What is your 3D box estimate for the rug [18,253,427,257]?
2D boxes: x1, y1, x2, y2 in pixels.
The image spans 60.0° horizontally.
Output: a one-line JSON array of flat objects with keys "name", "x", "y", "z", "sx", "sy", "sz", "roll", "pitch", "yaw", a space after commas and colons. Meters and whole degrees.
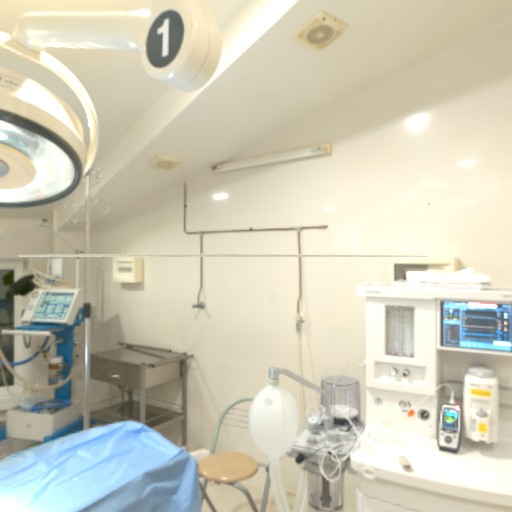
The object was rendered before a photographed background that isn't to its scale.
[{"name": "rug", "x": 0.000, "y": 0.000, "z": 2.291, "sx": 1.225, "sy": 0.008, "sz": 1.827, "roll": 0, "pitch": 0, "yaw": 36}]
